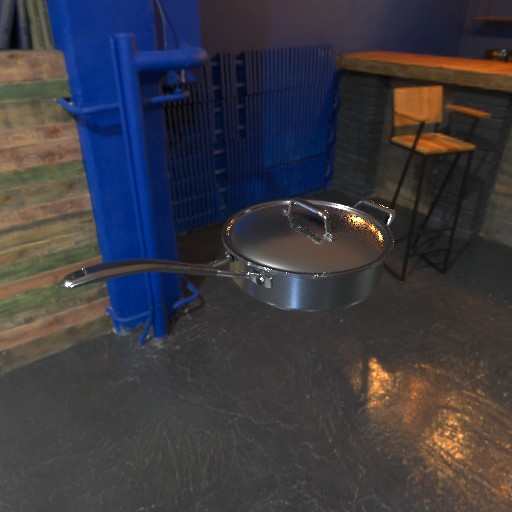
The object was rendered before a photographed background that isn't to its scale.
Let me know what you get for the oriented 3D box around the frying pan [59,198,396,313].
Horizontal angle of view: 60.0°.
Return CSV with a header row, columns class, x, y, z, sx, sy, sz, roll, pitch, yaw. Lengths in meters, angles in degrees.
class,x,y,z,sx,sy,sz,roll,pitch,yaw
frying pan,0.000,0.000,0.602,0.492,0.111,0.245,-19,35,-30
